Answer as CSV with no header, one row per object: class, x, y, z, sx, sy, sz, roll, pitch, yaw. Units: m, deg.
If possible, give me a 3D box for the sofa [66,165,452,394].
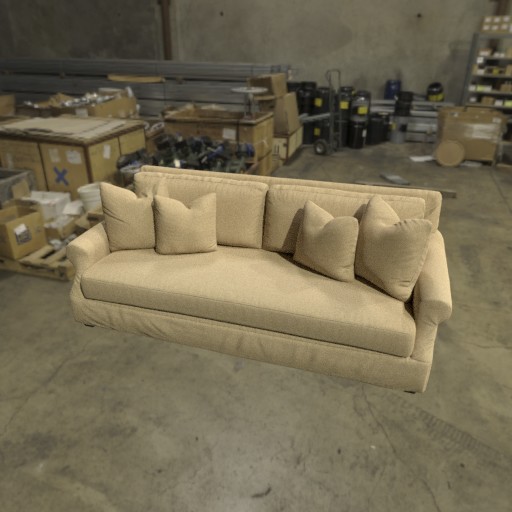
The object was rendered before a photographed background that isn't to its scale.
sofa,0.000,0.000,2.846,2.285,0.904,1.067,8,27,16
